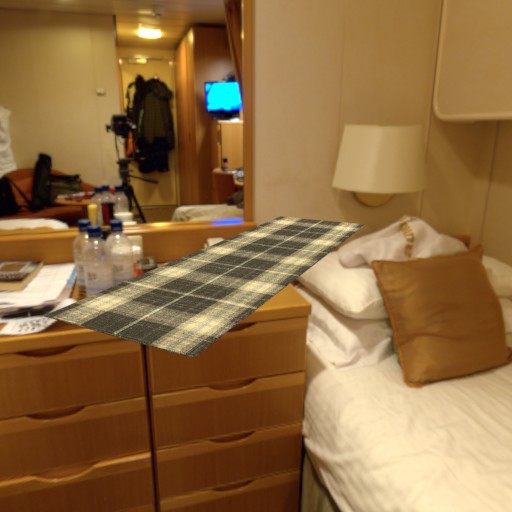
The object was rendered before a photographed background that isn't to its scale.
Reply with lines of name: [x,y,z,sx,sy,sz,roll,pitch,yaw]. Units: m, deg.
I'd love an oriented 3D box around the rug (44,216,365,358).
rug: [0.000,0.000,2.724,0.760,0.012,2.434,8,18,26]
